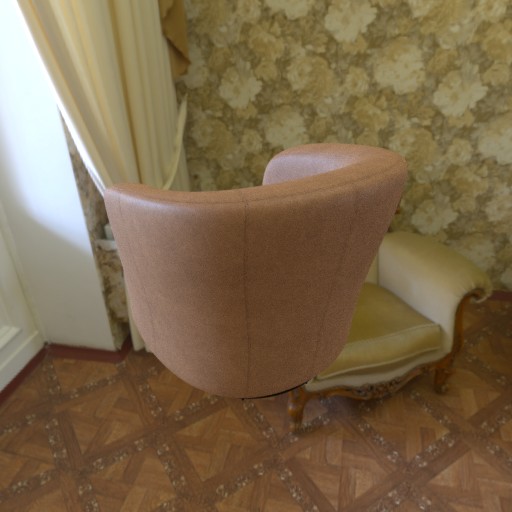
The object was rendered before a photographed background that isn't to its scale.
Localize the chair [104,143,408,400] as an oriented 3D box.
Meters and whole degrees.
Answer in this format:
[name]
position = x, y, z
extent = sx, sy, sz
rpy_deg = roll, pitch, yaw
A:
[chair]
position = 0.000, 0.000, 1.451
extent = 0.791, 0.771, 0.815
rpy_deg = -19, 36, -28
